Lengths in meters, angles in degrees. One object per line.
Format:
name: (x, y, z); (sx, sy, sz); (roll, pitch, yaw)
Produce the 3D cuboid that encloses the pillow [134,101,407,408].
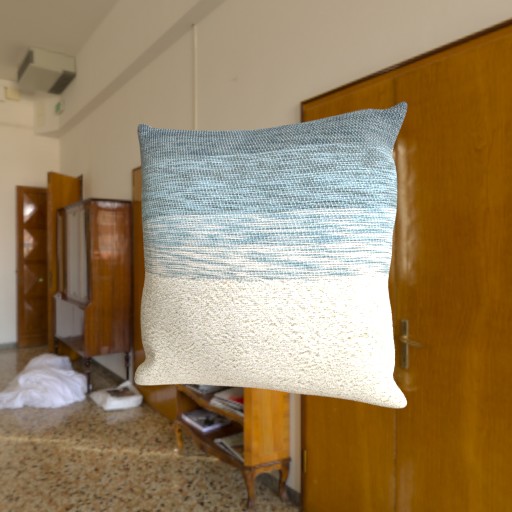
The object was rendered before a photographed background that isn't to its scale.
pillow: (0.000, 0.000, 0.680); (0.440, 0.441, 0.182); (0, 1, 18)
